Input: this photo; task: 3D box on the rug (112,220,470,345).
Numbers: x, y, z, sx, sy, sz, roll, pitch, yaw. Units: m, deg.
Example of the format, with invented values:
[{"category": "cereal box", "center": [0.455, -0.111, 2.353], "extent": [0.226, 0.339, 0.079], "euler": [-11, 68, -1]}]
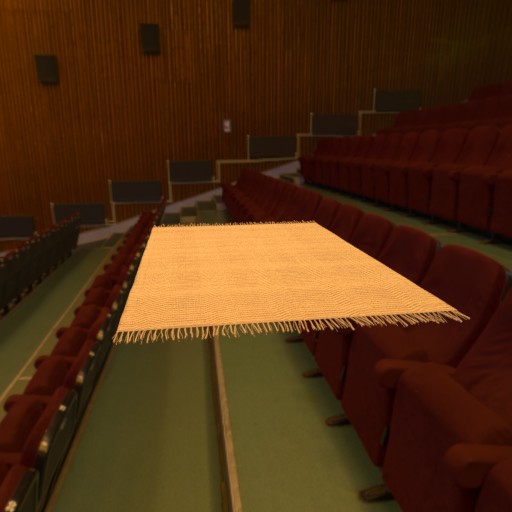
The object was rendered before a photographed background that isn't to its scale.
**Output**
[{"category": "rug", "center": [0.000, 0.000, 2.424], "extent": [1.224, 0.027, 2.021], "euler": [-2, 15, -9]}]
